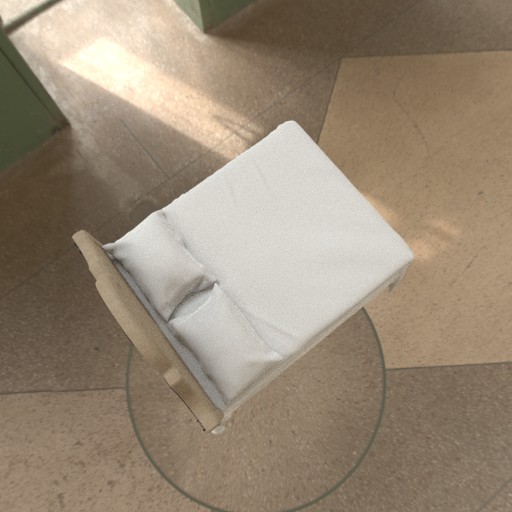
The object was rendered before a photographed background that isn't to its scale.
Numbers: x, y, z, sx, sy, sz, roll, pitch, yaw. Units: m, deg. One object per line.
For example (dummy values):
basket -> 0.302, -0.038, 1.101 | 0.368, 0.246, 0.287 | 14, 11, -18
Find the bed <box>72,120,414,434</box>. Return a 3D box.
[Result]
bed -> 0.000, 0.000, 3.403 | 2.222, 1.634, 1.780 | -37, 78, -9
